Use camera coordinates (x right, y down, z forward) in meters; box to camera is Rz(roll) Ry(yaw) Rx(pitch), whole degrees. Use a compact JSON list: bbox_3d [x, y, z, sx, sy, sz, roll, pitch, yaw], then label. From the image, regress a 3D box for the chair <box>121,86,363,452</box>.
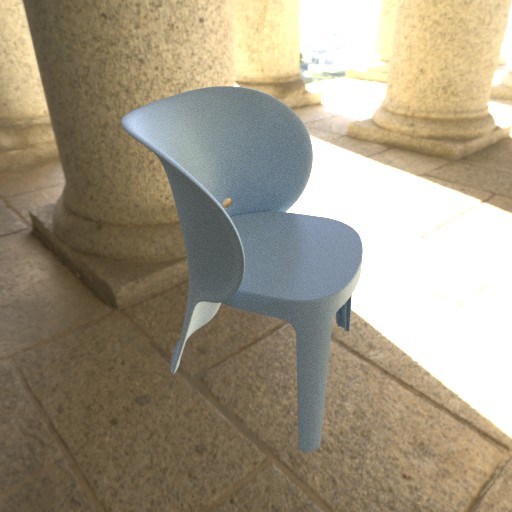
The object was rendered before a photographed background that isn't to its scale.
[{"bbox_3d":[0.000,0.000,0.858,0.402,0.554,0.451,10,32,16],"label":"chair"}]
